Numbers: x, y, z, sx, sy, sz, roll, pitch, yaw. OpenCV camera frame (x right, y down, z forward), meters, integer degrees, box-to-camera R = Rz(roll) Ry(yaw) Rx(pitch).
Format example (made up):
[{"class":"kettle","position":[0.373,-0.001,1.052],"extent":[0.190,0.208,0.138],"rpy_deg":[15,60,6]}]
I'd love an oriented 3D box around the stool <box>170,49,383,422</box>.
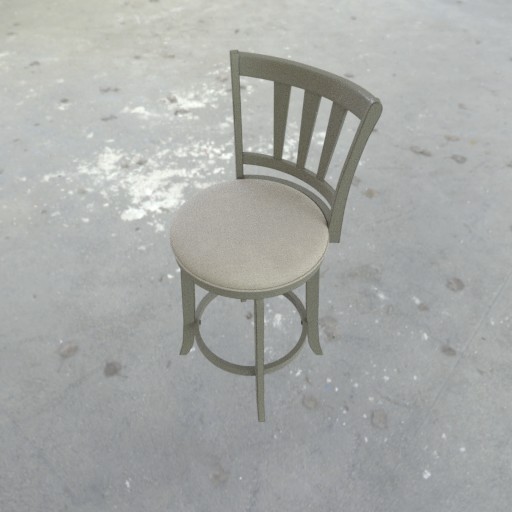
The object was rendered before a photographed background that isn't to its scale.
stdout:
[{"class":"stool","position":[0.000,0.000,1.315],"extent":[0.450,0.994,0.486],"rpy_deg":[32,54,27]}]
